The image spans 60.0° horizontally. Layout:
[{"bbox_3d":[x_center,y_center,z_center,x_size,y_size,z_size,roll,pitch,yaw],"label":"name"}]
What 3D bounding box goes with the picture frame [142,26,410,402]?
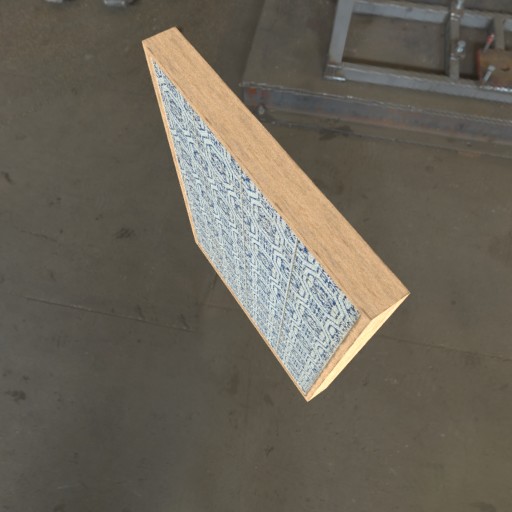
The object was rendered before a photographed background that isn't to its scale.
[{"bbox_3d":[0.000,0.000,0.701,0.046,0.526,0.421,-32,68,-14],"label":"picture frame"}]
